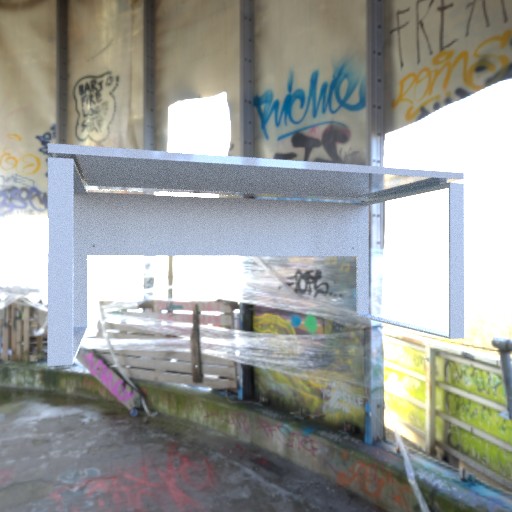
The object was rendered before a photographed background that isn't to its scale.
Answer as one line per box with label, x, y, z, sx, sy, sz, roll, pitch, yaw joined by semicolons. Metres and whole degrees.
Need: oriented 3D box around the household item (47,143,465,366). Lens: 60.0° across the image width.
household item;0.000;0.000;2.106;1.700;0.745;0.800;0;0;-17
